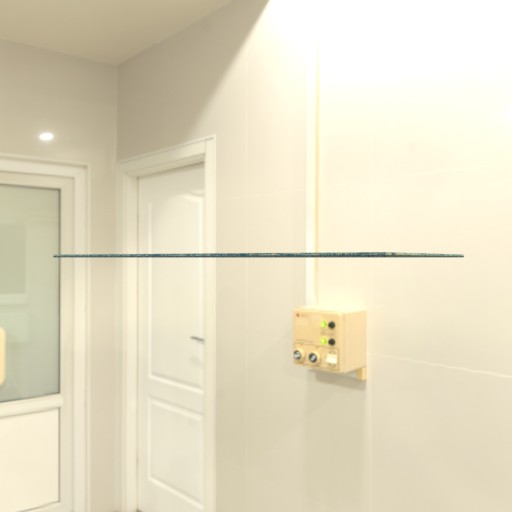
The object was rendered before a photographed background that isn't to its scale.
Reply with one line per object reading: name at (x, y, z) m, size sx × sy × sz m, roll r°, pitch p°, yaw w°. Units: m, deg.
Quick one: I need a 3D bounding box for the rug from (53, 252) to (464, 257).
rug at (0.000, 0.000, 2.364) m, size 1.829 × 0.016 × 1.219 m, roll 0°, pitch 0°, yaw 35°
